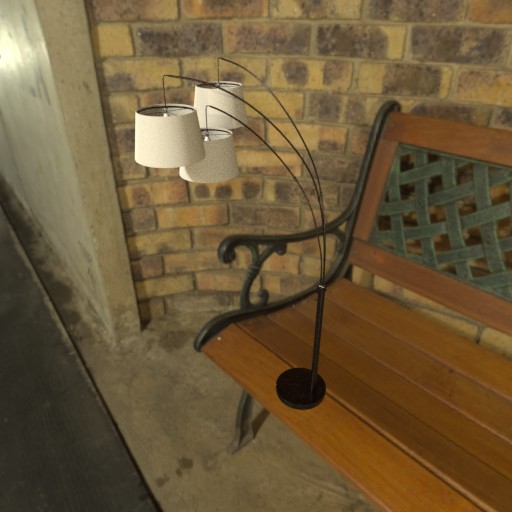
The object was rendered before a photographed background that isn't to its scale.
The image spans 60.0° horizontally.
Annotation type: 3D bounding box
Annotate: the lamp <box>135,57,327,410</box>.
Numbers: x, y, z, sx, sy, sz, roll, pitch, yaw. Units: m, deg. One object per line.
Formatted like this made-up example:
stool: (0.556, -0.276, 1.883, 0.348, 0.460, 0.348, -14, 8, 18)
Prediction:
lamp: (0.000, 0.000, 2.472, 0.924, 1.950, 0.951, 9, 31, 15)
